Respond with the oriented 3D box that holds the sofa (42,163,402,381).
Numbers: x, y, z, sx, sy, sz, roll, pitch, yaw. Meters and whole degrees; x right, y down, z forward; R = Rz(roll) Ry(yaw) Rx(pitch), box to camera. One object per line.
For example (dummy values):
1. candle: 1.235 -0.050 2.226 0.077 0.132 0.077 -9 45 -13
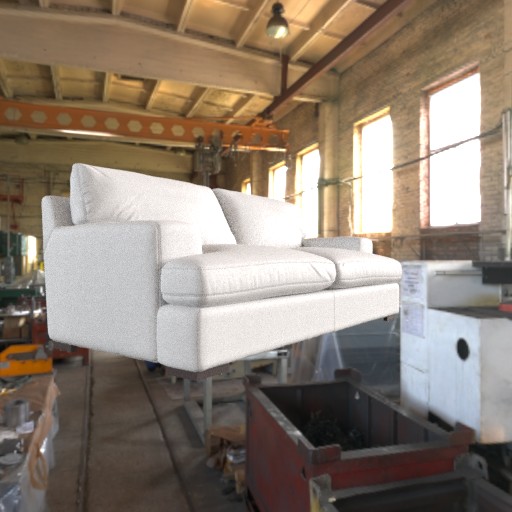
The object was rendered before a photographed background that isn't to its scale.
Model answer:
1. sofa: 0.000 0.000 2.793 1.143 0.940 2.261 0 0 37
